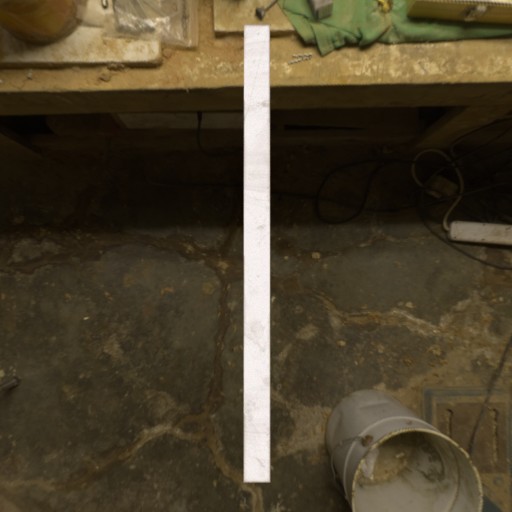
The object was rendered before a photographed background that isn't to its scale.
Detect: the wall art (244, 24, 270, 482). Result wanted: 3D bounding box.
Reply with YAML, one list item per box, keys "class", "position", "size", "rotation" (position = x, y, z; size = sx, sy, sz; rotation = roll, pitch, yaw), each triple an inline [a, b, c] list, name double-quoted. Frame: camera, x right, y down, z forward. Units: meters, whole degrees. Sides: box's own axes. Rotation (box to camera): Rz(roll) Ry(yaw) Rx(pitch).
- class: "wall art"
  position: [0.000, 0.000, 0.744]
  size: [0.029, 0.506, 0.508]
  rotation: [0, 89, 0]
